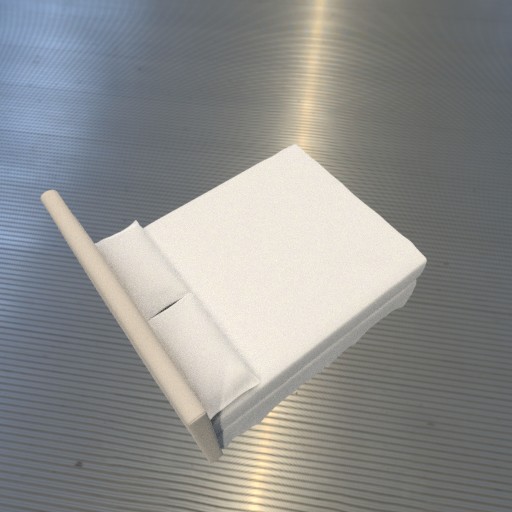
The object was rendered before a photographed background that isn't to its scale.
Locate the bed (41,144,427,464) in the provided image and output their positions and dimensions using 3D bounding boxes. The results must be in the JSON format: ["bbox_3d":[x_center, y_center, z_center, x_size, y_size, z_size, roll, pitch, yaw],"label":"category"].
[{"bbox_3d":[0.000,0.000,3.298,2.143,1.460,1.753,-33,63,-19],"label":"bed"}]
